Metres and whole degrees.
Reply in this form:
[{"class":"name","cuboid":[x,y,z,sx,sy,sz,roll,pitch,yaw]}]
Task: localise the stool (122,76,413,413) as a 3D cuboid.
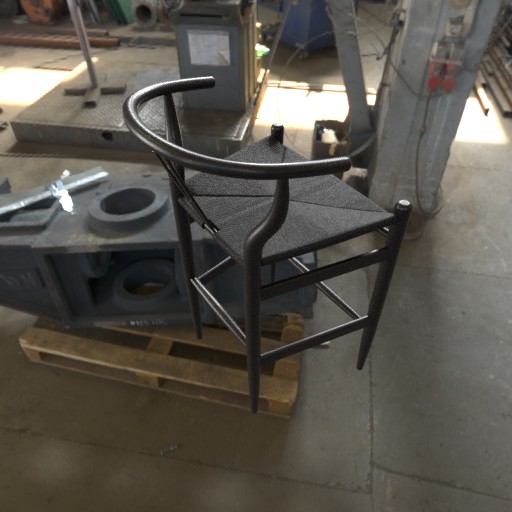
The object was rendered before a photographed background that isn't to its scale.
[{"class":"stool","cuboid":[0.000,0.000,1.308,0.579,0.970,0.569,-25,48,-25]}]
